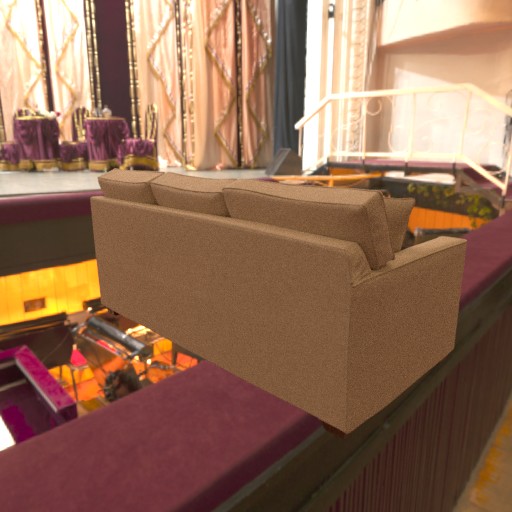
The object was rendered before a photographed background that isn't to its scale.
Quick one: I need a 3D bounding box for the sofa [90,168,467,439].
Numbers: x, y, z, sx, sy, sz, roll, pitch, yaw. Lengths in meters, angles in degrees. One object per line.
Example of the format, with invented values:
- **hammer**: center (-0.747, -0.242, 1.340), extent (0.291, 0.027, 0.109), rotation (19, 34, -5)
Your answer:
- **sofa**: center (0.000, 0.000, 2.534), extent (1.962, 0.946, 1.034), rotation (14, 20, 43)
